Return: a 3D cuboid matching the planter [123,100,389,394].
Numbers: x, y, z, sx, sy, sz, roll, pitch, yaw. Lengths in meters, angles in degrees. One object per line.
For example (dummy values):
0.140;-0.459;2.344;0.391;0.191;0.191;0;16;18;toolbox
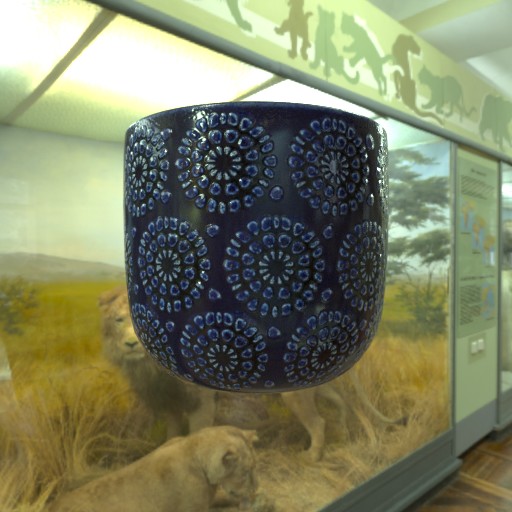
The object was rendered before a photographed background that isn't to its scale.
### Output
0.000;0.000;0.288;0.165;0.149;0.165;0;1;0;planter
